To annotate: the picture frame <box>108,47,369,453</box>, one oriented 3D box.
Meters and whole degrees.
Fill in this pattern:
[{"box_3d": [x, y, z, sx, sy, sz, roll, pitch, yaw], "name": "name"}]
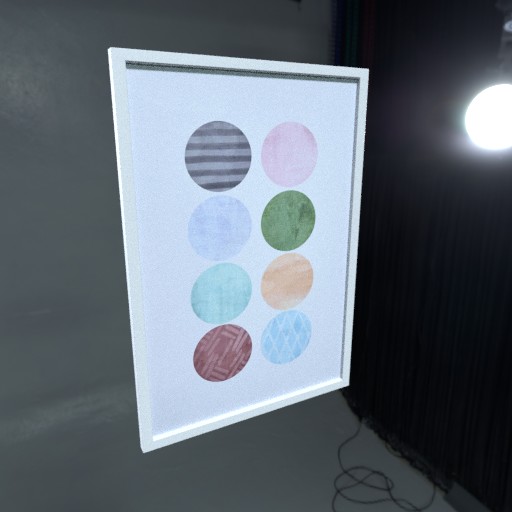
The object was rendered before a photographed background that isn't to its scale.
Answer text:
[{"box_3d": [0.000, 0.000, 0.533, 0.305, 0.434, 0.013, -8, 18, -27], "name": "picture frame"}]
